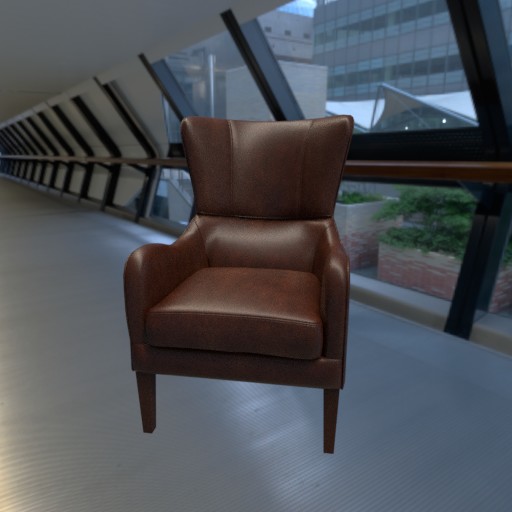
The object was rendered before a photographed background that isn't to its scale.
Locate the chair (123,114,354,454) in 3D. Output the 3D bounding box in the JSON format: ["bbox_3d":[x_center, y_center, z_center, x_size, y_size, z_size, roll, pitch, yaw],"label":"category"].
[{"bbox_3d":[0.000,0.000,1.671,0.692,1.048,0.914,2,14,9],"label":"chair"}]
